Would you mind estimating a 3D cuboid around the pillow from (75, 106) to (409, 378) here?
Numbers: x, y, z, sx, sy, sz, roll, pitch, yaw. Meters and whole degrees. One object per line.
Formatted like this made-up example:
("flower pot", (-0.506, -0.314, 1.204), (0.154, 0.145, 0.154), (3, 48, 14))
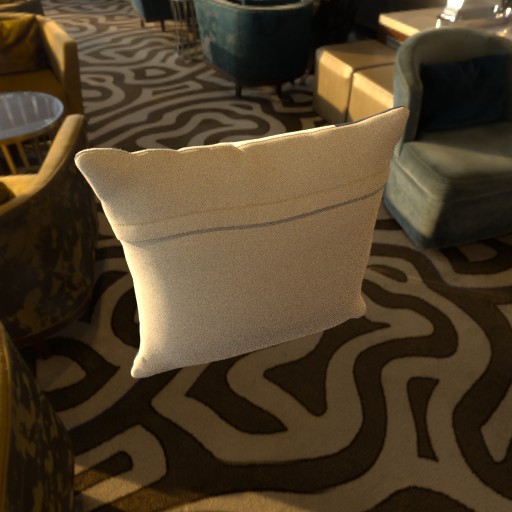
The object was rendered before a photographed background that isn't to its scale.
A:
("pillow", (0.000, 0.000, 0.802), (0.536, 0.506, 0.229), (-13, 44, -14))
